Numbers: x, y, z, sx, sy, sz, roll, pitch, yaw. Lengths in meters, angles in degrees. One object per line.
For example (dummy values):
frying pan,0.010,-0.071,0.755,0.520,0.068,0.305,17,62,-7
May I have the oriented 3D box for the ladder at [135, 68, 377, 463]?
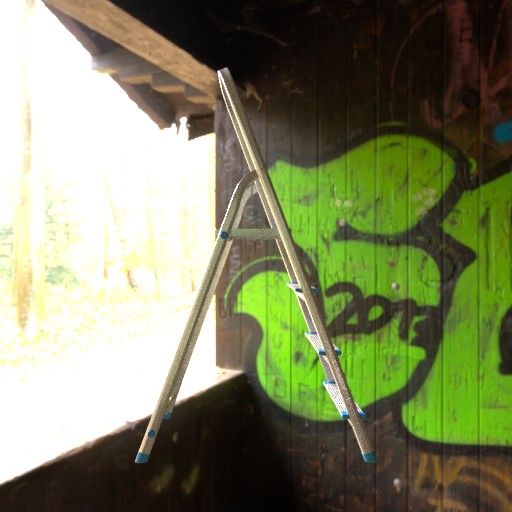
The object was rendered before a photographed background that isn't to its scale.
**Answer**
ladder,0.000,0.000,1.762,0.842,1.434,0.445,0,0,0
